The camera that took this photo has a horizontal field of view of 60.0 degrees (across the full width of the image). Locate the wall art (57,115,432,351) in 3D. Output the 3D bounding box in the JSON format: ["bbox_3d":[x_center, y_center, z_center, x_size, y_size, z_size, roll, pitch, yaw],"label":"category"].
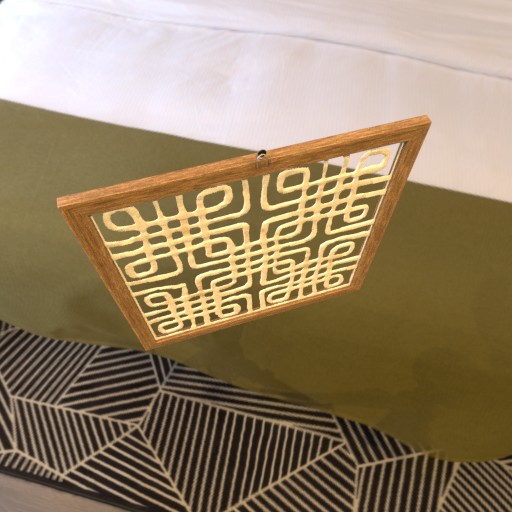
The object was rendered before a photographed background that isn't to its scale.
[{"bbox_3d":[0.000,0.000,0.870,0.561,0.582,0.021,-15,60,-9],"label":"wall art"}]
